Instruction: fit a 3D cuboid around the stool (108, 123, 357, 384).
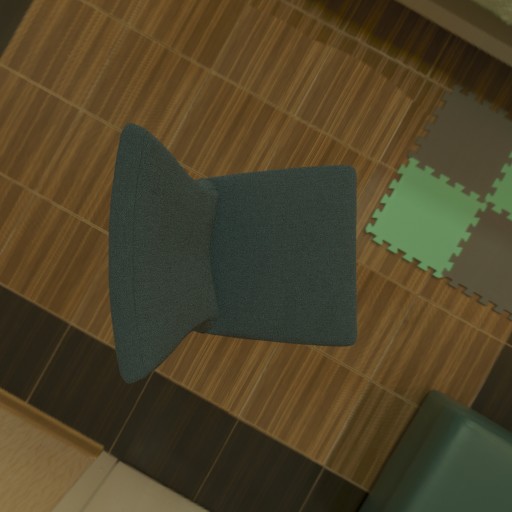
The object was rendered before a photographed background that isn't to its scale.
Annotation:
[{"bbox_3d":[0.000,0.000,1.338,0.574,1.000,0.514,0,89,1],"label":"stool"}]
